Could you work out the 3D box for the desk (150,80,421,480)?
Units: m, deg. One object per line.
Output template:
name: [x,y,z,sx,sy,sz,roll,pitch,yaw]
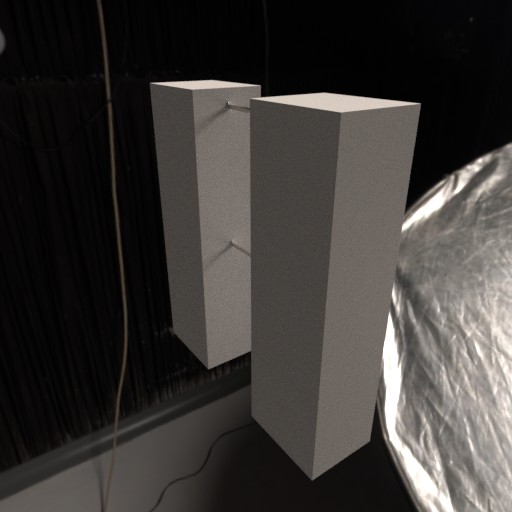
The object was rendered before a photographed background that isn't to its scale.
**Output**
desk: [0.000,0.000,2.859,0.480,2.000,1.770,-17,30,-32]
